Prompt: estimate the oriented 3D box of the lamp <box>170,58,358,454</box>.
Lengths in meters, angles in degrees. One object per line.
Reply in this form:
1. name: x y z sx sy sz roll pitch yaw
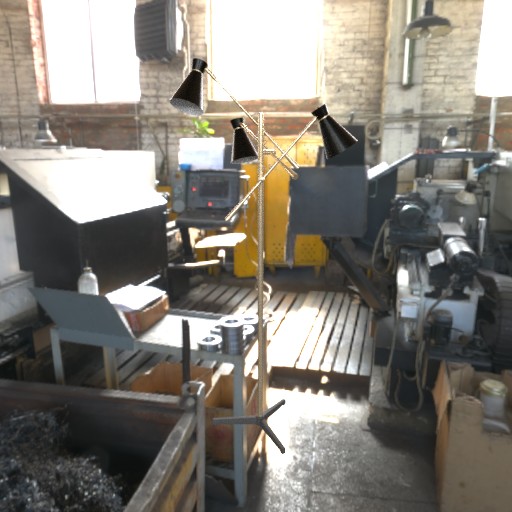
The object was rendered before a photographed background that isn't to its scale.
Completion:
1. lamp: 0.000 0.000 2.190 0.750 1.804 0.653 -7 15 -26
